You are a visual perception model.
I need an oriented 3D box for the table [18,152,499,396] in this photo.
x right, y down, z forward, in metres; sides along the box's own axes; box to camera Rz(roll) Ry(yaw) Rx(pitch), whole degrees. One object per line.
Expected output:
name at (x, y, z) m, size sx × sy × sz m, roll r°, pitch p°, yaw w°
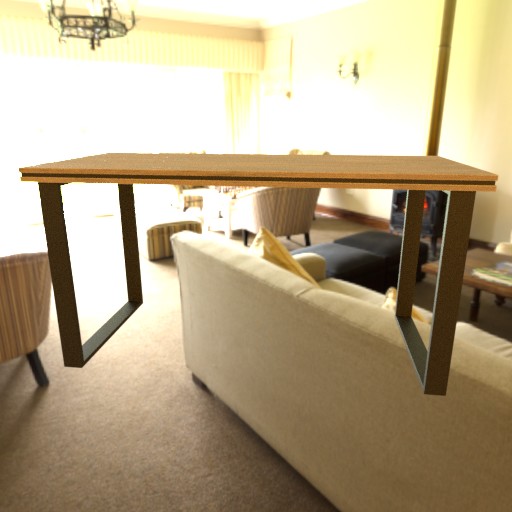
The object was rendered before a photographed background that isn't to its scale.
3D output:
table at (0.000, 0.000, 2.135) m, size 1.778 × 0.899 × 0.795 m, roll 2°, pitch 17°, yaw 7°
